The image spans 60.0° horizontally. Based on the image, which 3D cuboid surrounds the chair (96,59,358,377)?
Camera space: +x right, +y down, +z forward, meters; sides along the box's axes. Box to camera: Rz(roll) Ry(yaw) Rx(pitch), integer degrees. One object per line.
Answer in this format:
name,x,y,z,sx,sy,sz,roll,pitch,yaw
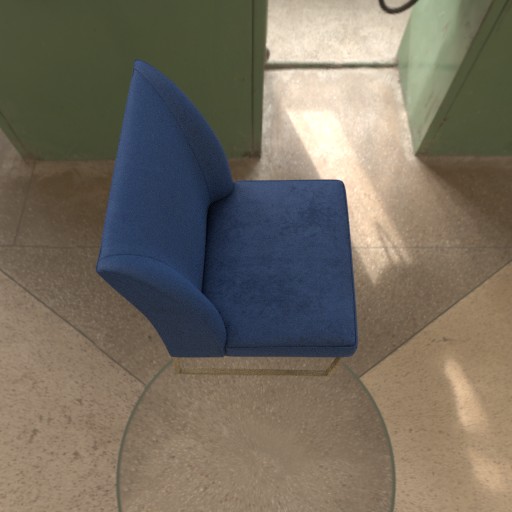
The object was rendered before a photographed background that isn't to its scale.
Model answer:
chair,0.000,0.000,1.178,0.522,0.863,0.508,1,65,0
